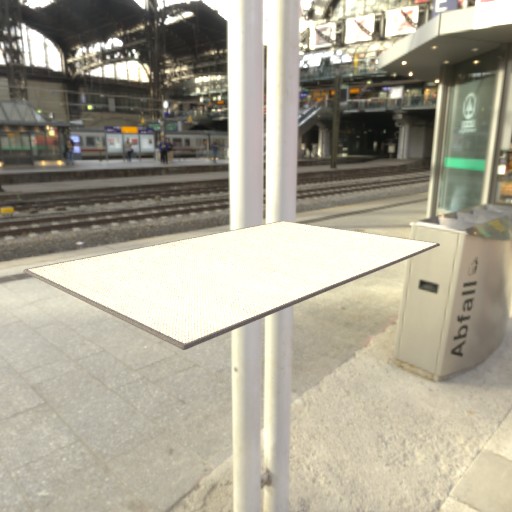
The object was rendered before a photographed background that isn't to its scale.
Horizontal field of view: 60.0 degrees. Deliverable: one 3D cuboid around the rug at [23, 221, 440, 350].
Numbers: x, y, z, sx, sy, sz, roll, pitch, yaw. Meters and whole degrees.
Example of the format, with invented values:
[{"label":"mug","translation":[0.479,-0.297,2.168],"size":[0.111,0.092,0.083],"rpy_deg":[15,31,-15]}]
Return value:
[{"label":"rug","translation":[0.000,0.000,2.062],"size":[1.067,0.013,1.676],"rpy_deg":[13,19,41]}]
